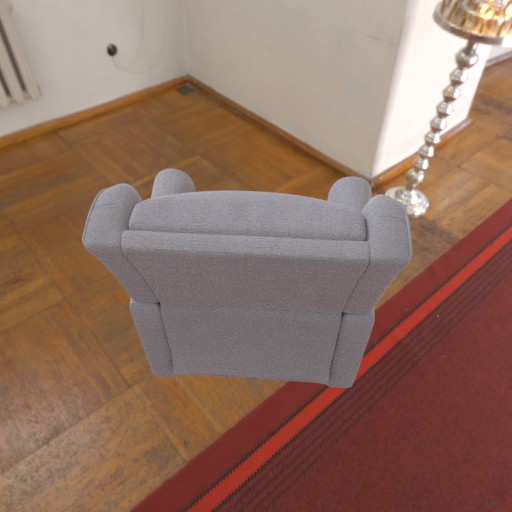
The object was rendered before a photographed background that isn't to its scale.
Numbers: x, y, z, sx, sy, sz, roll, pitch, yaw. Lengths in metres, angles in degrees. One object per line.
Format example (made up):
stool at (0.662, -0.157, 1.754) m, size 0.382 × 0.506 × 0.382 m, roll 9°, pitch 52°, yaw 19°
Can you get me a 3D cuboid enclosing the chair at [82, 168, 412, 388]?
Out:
chair at (0.000, 0.000, 1.649) m, size 0.906 × 0.966 × 0.854 m, roll 3°, pitch 46°, yaw 3°
